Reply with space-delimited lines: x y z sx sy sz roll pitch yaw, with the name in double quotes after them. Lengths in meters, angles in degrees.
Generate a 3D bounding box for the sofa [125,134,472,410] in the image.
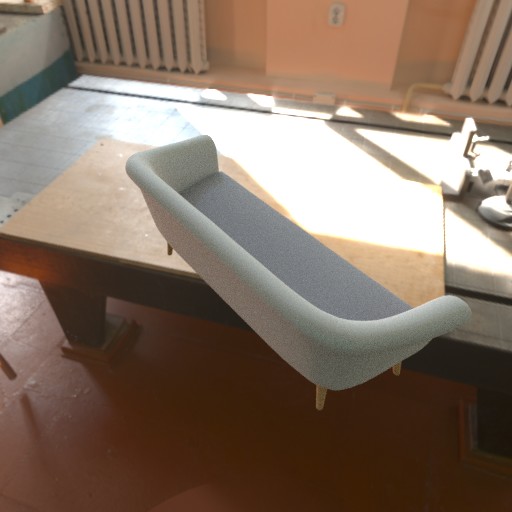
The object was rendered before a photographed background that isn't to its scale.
0.000 0.000 2.561 0.827 0.795 2.160 -28 49 -28 "sofa"
